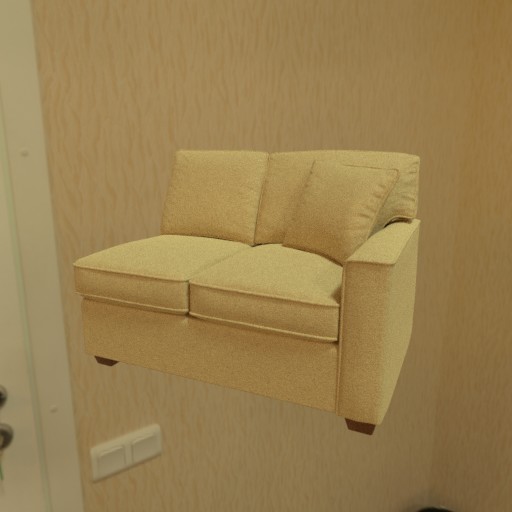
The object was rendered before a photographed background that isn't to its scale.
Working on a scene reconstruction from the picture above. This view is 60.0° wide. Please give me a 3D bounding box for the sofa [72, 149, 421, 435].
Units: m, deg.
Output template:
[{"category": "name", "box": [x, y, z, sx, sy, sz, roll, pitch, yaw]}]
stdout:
[{"category": "sofa", "box": [0.000, 0.000, 2.099, 1.388, 0.989, 0.991, 6, 14, 25]}]
